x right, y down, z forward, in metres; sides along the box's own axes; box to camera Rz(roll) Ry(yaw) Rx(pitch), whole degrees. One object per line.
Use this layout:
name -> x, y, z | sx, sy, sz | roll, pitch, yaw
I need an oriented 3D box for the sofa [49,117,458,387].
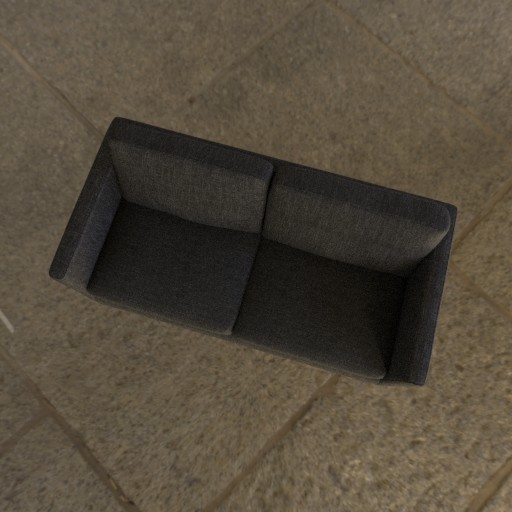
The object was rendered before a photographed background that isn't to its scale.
sofa -> 0.000, 0.000, 2.446 | 1.884, 0.963, 0.950 | 16, 75, 4
